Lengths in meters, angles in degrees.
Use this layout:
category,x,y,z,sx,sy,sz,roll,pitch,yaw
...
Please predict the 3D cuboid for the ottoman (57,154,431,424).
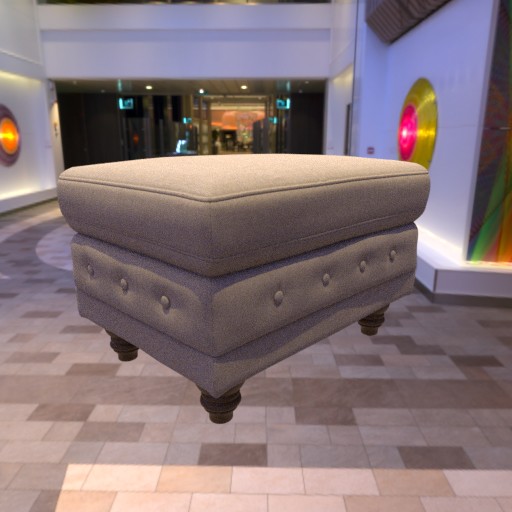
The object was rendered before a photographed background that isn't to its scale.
category,x,y,z,sx,sy,sz,roll,pitch,yaw
ottoman,0.000,0.000,1.129,0.569,0.500,0.771,14,20,43
